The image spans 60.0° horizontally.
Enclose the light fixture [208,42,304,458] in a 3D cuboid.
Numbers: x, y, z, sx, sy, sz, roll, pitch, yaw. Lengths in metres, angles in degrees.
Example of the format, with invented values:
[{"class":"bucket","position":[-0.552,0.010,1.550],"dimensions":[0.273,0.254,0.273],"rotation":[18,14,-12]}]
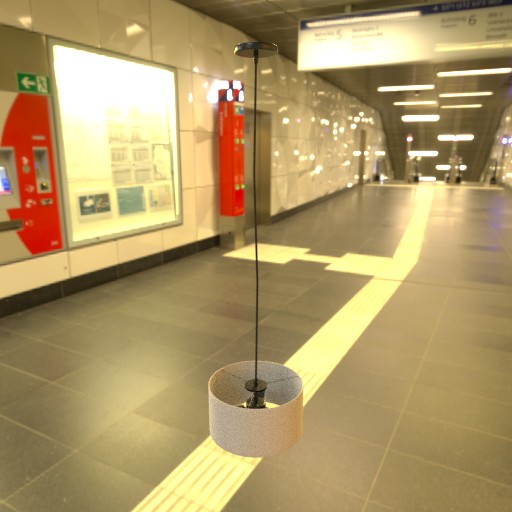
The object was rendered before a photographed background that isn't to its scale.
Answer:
[{"class":"light fixture","position":[0.000,0.000,1.739],"dimensions":[0.399,1.516,0.399],"rotation":[0,13,0]}]
